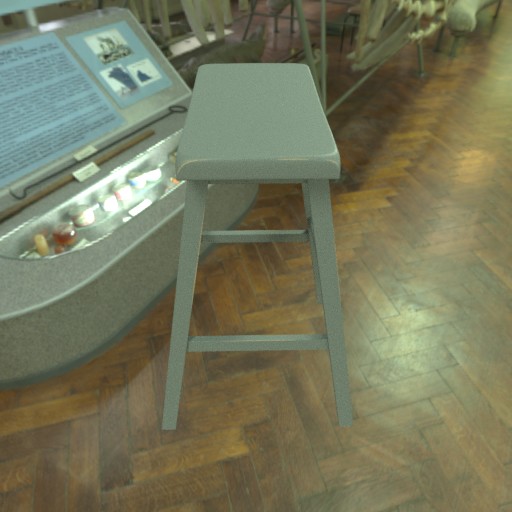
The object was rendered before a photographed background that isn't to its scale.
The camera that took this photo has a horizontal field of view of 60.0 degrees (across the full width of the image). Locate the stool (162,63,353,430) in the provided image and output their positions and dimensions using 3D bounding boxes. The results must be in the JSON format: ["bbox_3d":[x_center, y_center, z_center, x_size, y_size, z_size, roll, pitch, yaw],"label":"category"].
[{"bbox_3d":[0.000,0.000,1.042,0.476,0.737,0.457,-1,40,-1],"label":"stool"}]
